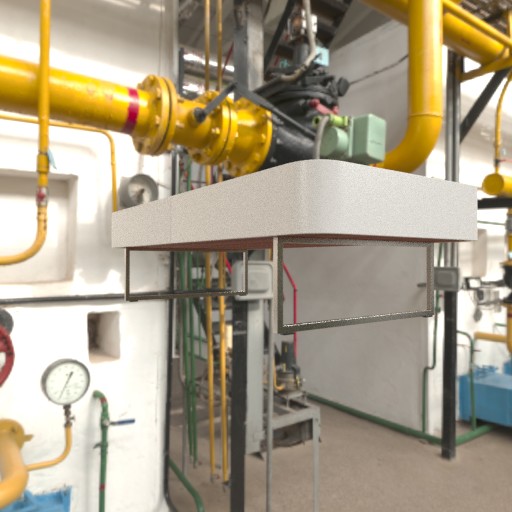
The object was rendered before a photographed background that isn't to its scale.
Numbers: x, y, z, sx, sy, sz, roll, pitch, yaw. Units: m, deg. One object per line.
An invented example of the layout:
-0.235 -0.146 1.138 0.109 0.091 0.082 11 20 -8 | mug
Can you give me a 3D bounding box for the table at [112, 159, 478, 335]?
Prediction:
0.000 0.000 1.445 0.600 0.340 1.200 0 -1 -35 | table
